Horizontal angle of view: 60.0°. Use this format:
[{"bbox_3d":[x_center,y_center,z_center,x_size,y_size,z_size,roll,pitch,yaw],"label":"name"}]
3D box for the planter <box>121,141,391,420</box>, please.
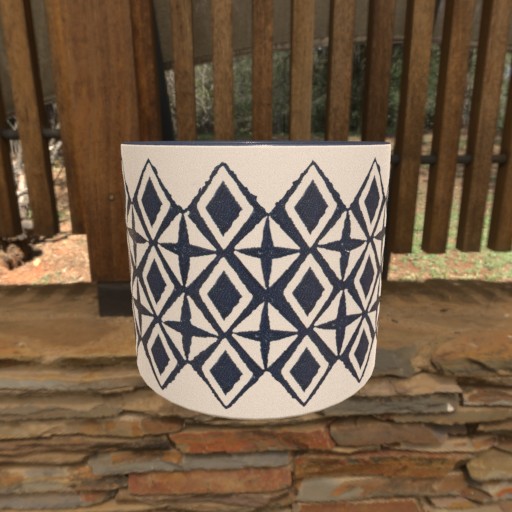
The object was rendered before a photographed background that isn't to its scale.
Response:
[{"bbox_3d":[0.000,0.000,0.407,0.224,0.203,0.224,0,15,0],"label":"planter"}]
